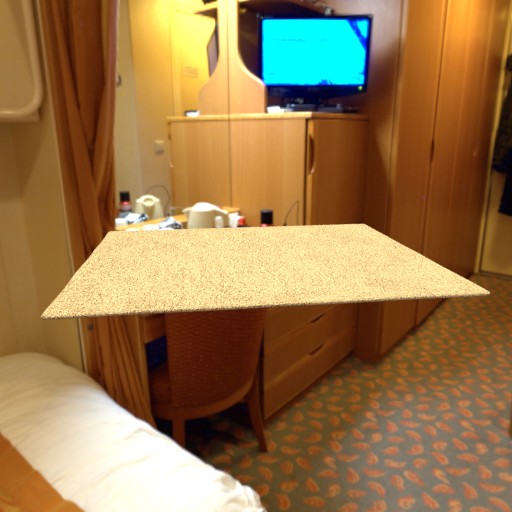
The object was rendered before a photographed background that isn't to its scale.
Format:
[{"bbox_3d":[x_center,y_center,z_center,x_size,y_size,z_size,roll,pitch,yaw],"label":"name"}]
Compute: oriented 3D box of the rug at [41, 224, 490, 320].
[{"bbox_3d":[0.000,0.000,4.107,3.047,0.029,2.438,-2,16,-8],"label":"rug"}]
